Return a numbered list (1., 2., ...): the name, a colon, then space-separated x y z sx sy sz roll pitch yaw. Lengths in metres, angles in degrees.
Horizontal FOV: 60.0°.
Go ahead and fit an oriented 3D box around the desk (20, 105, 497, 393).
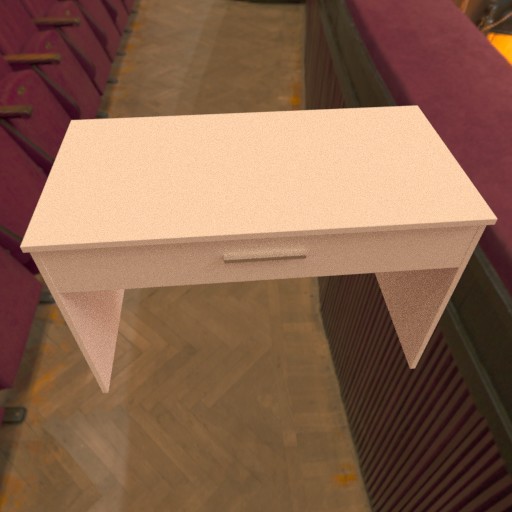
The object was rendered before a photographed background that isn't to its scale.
1. desk: 0.000 0.000 1.472 1.100 0.730 0.560 -4 46 -3
